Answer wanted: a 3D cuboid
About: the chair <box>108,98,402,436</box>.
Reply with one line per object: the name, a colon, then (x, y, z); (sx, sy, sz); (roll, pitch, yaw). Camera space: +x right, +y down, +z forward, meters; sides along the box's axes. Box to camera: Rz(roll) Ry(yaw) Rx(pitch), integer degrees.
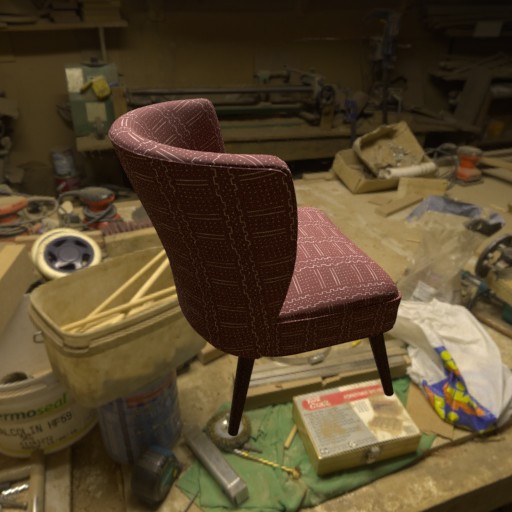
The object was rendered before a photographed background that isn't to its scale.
chair: (0.000, 0.000, 1.391); (0.758, 0.866, 0.706); (-10, 32, -16)
